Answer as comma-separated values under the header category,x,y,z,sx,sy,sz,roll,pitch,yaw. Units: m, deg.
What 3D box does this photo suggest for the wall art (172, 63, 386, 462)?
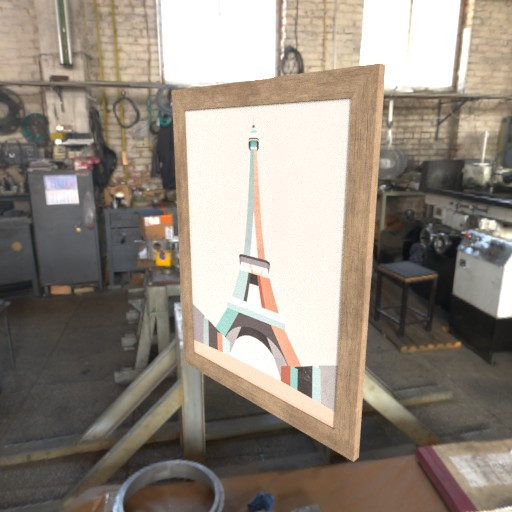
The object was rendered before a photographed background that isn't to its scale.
category,x,y,z,sx,sy,sz,roll,pitch,yaw
wall art,0.000,0.000,0.924,0.018,0.686,0.534,-14,20,-43
